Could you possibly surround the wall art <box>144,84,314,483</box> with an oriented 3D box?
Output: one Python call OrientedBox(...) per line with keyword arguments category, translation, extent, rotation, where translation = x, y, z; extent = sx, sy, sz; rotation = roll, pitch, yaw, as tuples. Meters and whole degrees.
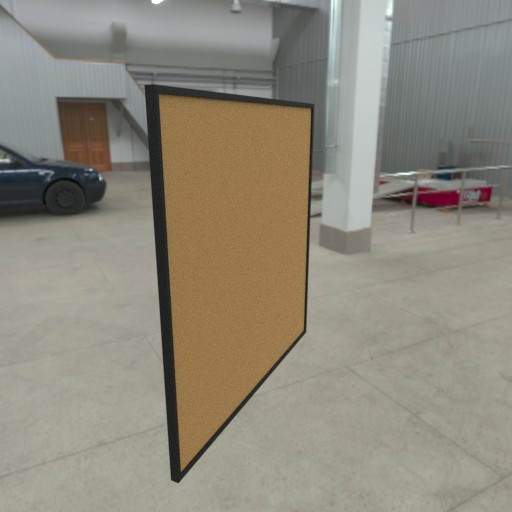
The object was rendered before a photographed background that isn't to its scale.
OrientedBox(category="wall art", translation=(0.000, 0.000, 0.678), extent=(0.013, 0.457, 0.458), rotation=(8, 18, 25))
